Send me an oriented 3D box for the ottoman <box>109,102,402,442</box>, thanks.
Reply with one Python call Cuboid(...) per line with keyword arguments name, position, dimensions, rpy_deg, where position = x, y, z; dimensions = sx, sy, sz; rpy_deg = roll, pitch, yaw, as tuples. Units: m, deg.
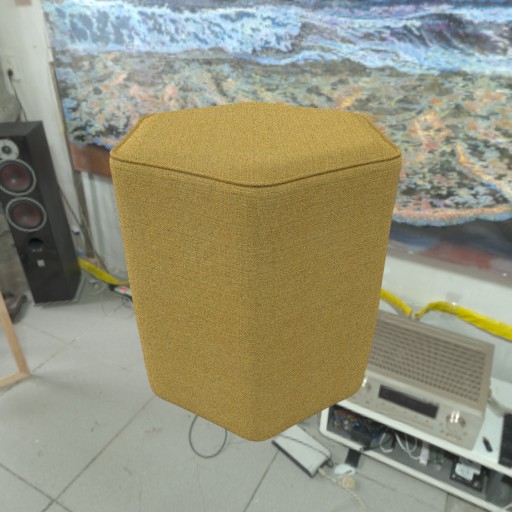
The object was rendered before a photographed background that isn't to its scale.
Cuboid(name="ottoman", position=(0.000, 0.000, 0.864), dimensions=(0.443, 0.502, 0.494), rpy_deg=(0, 30, -1))
